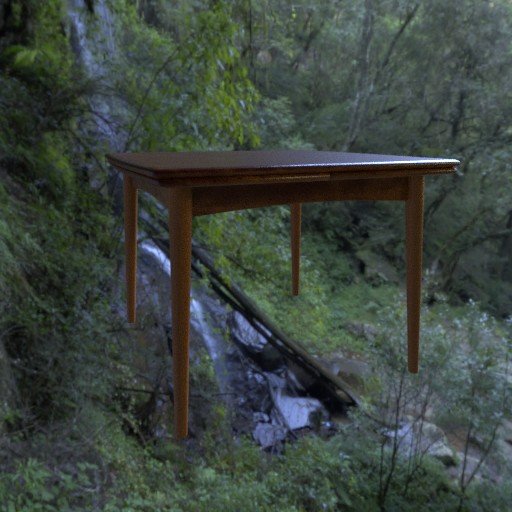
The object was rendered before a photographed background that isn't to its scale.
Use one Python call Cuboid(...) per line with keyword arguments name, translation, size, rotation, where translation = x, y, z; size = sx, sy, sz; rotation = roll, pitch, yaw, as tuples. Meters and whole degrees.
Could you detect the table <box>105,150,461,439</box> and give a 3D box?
Cuboid(name="table", translation=(0.000, 0.000, 1.709), size=(0.991, 0.754, 0.991), rotation=(-7, 17, -23))
